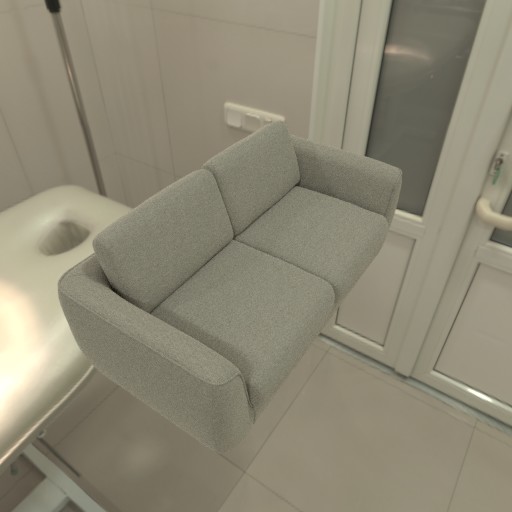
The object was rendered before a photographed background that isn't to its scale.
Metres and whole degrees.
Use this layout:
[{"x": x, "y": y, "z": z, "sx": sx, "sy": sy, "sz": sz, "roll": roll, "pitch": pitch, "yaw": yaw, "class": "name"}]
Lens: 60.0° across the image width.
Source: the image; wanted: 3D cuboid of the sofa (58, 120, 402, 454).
[{"x": 0.000, "y": 0.000, "z": 2.202, "sx": 0.920, "sy": 0.850, "sz": 1.700, "roll": 24, "pitch": 46, "yaw": 25, "class": "sofa"}]
